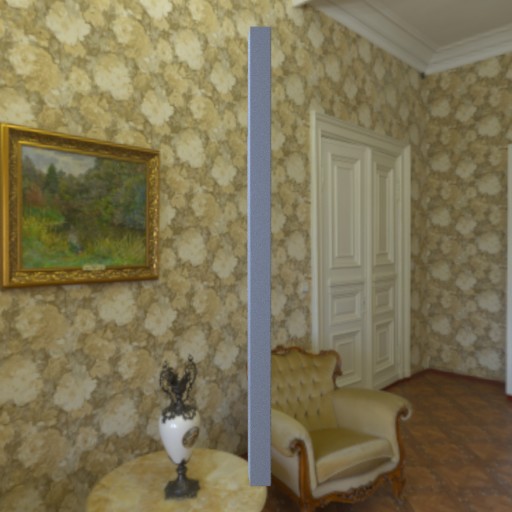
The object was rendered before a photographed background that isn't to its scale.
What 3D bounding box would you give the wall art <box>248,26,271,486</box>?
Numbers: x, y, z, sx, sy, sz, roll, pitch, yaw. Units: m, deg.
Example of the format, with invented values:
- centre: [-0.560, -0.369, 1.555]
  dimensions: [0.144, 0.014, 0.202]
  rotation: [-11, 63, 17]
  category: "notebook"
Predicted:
- centre: [0.000, 0.000, 0.767]
  dimensions: [0.029, 0.558, 0.458]
  rotation: [0, 0, -1]
  category: "wall art"
